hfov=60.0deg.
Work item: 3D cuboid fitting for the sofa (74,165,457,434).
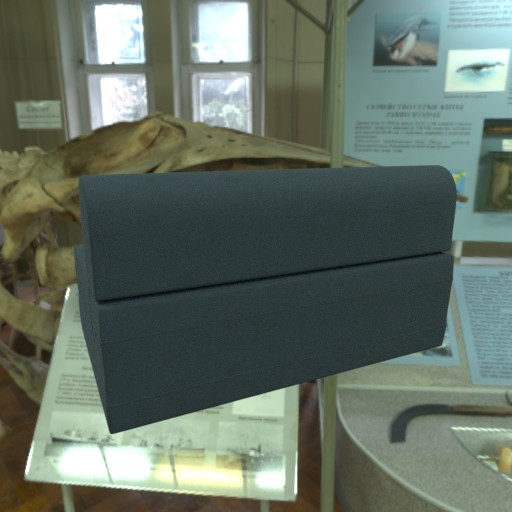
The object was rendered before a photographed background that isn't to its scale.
[{"bbox_3d":[0.000,0.000,1.643,1.219,0.660,0.762,-7,16,-25],"label":"sofa"}]
